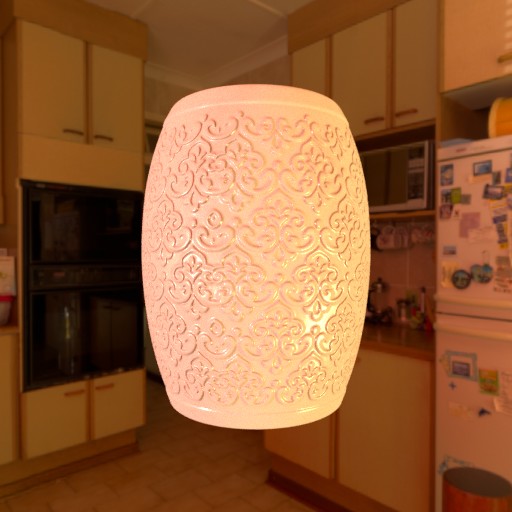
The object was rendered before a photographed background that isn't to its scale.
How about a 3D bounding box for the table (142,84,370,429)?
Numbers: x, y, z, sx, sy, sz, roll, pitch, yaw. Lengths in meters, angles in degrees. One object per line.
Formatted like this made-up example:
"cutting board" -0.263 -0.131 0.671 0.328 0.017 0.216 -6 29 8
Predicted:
"table" 0.000 0.000 0.619 0.309 0.397 0.309 0 1 0
